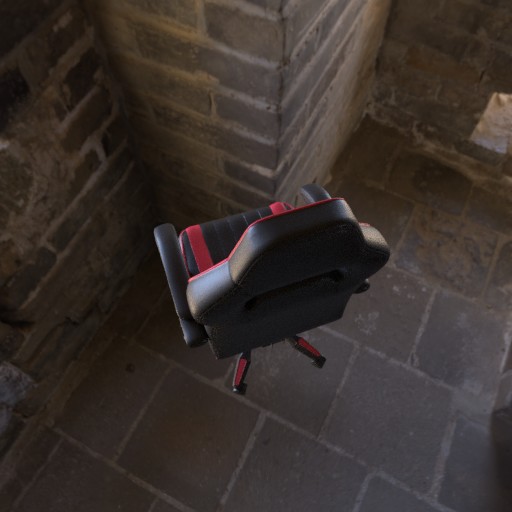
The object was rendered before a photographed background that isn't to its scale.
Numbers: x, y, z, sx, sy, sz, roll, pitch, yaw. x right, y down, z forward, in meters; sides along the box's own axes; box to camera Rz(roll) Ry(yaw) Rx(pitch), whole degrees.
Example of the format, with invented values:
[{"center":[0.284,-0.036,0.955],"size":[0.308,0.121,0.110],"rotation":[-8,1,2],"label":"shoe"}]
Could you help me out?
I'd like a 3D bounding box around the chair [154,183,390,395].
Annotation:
[{"center":[0.000,0.000,1.642],"size":[0.700,1.220,0.700],"rotation":[-17,60,-10],"label":"chair"}]
